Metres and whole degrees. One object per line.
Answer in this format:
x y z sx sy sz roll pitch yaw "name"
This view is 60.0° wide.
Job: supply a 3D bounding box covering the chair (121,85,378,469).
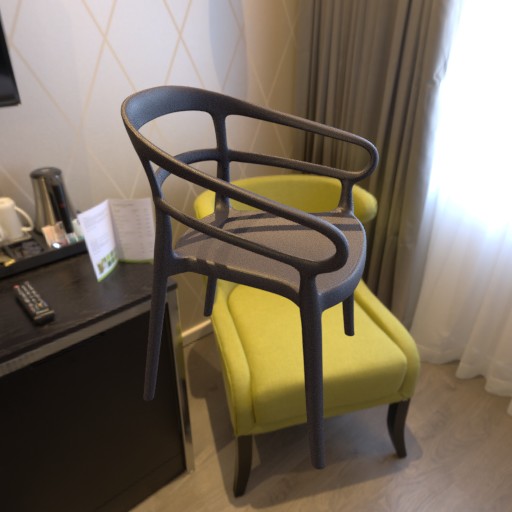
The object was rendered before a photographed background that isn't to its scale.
0.000 0.000 1.104 0.527 0.761 0.559 9 31 16 "chair"
